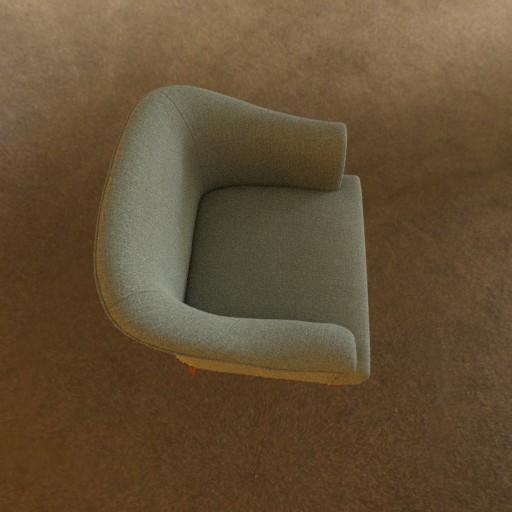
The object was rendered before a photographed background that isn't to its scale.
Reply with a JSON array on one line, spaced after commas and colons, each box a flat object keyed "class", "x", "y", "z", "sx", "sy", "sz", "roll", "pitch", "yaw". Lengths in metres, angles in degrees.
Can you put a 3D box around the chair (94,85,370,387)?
[{"class": "chair", "x": 0.000, "y": 0.000, "z": 1.398, "sx": 0.704, "sy": 0.815, "sz": 0.798, "roll": 3, "pitch": 64, "yaw": 2}]
